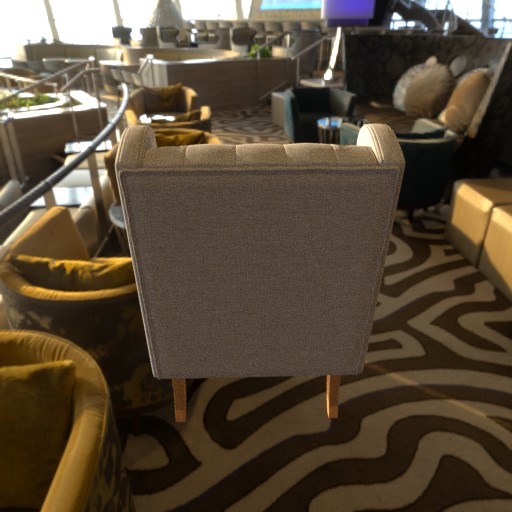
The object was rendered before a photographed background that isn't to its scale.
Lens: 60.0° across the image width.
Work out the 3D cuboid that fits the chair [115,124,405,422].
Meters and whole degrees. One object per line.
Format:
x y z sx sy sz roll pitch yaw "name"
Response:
0.000 0.000 1.467 0.710 0.930 0.760 -1 28 -2 "chair"
